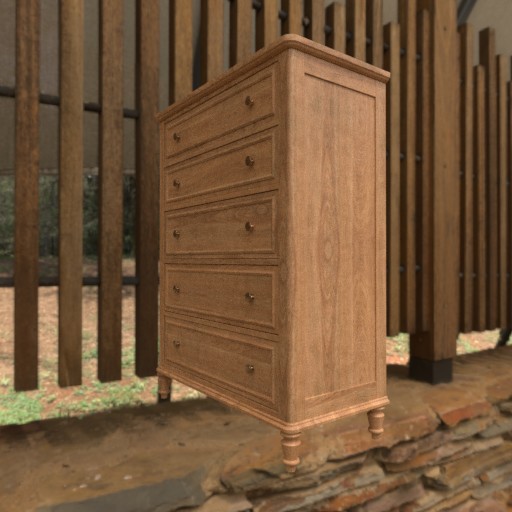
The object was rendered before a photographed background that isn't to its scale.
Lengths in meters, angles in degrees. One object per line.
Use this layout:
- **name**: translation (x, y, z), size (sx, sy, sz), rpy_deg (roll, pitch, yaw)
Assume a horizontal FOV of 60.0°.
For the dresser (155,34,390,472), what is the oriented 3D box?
- **dresser**: translation (0.000, 0.000, 1.838), size (0.484, 1.318, 0.973), rpy_deg (0, -1, -37)
